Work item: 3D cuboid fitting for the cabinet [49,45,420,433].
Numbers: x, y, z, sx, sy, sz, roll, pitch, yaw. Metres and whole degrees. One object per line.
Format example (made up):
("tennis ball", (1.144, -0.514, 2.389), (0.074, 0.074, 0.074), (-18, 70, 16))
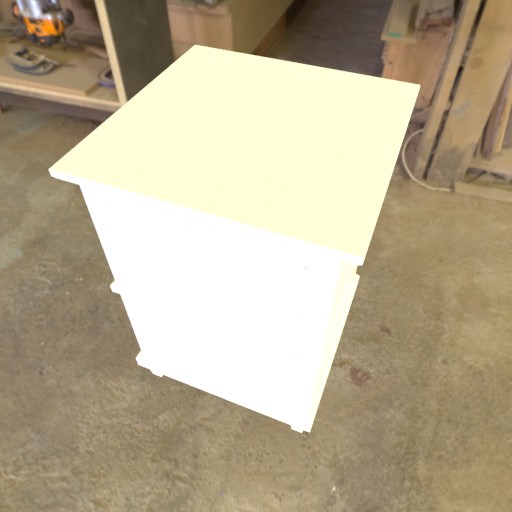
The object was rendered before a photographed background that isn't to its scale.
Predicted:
("cabinet", (0.000, 0.000, 1.145), (0.547, 0.775, 0.544), (17, 50, 15))
